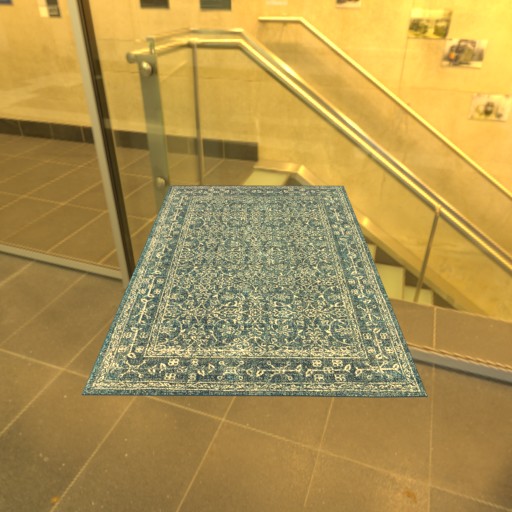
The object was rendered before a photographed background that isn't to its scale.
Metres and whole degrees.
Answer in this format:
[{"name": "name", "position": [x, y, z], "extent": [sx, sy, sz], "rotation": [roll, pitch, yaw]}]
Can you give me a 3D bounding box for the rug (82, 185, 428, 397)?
[{"name": "rug", "position": [0.000, 0.000, 2.300], "extent": [1.200, 0.005, 1.819], "rotation": [0, 32, 0]}]
